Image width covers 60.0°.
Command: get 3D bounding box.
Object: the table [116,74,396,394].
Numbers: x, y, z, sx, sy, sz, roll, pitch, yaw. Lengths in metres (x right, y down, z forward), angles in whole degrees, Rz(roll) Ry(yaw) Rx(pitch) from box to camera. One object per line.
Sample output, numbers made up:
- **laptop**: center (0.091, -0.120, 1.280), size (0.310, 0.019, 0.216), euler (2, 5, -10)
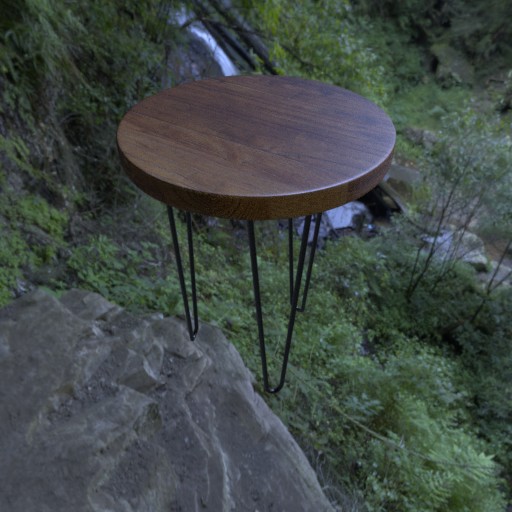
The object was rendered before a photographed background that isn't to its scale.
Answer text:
- **table**: center (0.000, 0.000, 0.816), size (0.400, 0.520, 0.400), euler (0, 41, 0)
